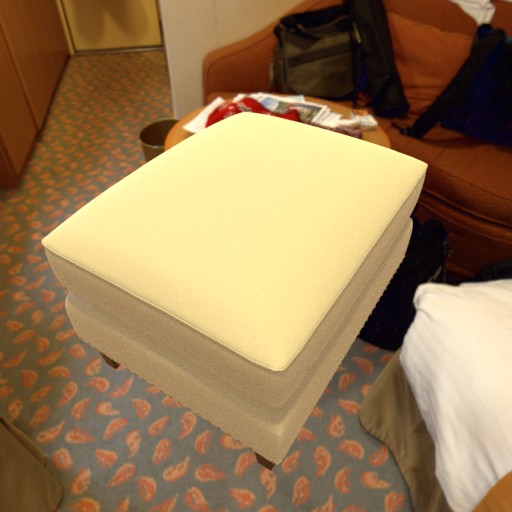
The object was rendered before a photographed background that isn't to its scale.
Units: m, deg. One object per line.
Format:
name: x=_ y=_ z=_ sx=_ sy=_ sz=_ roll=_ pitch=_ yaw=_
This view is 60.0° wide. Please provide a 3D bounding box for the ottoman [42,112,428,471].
ottoman: x=0.000 y=0.000 z=1.114 sx=0.584 sy=0.513 sz=0.741 roll=23 pitch=47 yaw=24
